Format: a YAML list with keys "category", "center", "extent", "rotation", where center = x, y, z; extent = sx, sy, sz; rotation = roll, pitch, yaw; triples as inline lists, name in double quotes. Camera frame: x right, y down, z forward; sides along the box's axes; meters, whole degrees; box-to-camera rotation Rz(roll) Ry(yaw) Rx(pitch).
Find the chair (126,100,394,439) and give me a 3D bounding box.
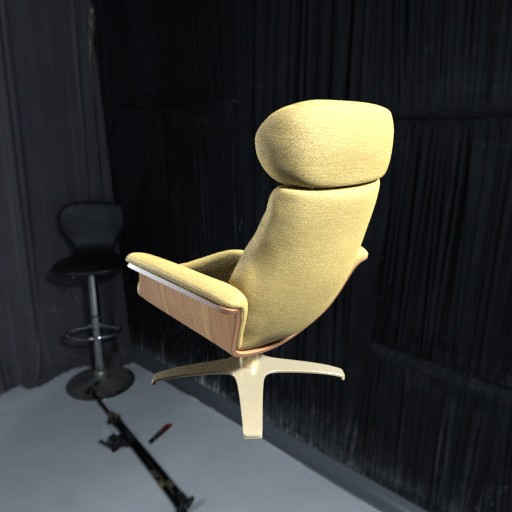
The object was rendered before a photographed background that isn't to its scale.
- category: "chair"
  center: [0.000, 0.000, 1.552]
  extent: [0.837, 0.995, 0.785]
  rotation: [14, 21, 41]
